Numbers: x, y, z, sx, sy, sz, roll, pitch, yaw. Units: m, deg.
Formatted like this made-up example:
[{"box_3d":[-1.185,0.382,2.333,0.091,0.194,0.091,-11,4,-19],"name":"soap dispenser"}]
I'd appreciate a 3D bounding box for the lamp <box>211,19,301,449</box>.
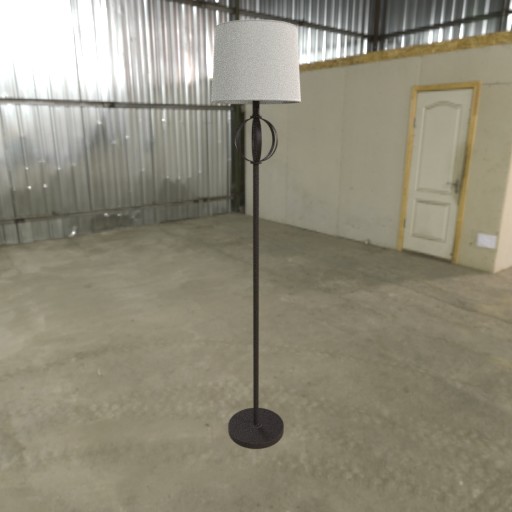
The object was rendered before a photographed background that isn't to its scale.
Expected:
[{"box_3d":[0.000,0.000,1.576,0.286,1.462,0.286,-3,17,-8],"name":"lamp"}]
